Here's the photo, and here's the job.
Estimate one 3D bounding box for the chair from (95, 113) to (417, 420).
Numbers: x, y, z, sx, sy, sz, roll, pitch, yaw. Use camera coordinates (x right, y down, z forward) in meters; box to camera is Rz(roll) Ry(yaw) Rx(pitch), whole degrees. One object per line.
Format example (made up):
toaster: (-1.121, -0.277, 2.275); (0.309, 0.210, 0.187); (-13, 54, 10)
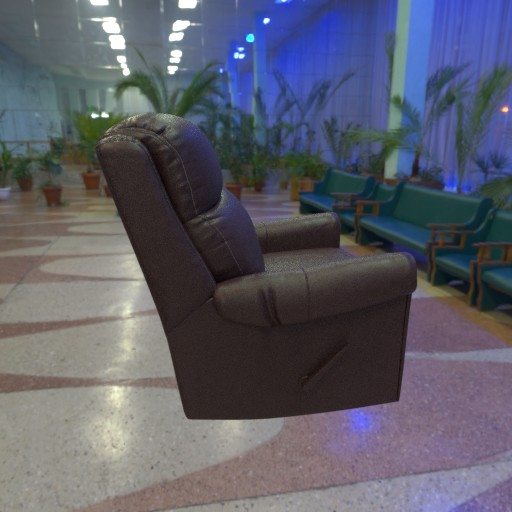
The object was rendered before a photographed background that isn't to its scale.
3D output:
chair: (0.000, 0.000, 1.737); (1.014, 1.054, 0.838); (-3, 17, -9)
